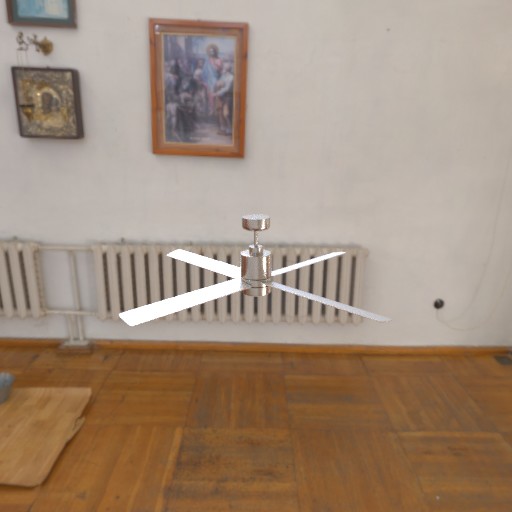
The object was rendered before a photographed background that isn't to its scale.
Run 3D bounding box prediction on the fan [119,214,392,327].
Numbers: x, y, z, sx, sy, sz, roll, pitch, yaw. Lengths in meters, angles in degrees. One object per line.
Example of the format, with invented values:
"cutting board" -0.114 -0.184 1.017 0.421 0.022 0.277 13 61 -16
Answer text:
"fan" 0.000 0.000 1.986 1.322 0.355 1.322 -15 21 -43
